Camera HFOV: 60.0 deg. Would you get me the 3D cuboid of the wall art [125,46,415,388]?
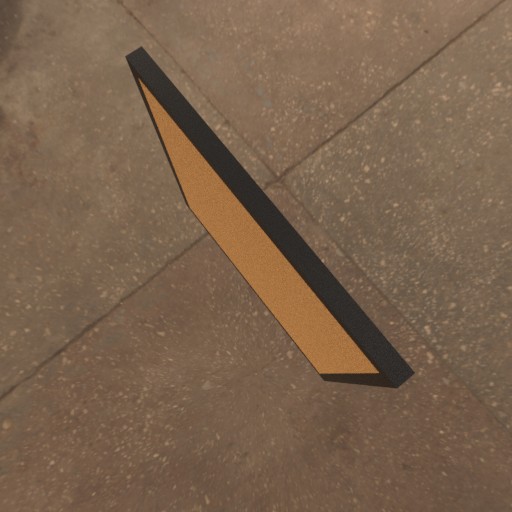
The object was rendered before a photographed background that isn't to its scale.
[{"bbox_3d":[0.000,0.000,1.132,0.038,0.762,0.762,-37,78,-9],"label":"wall art"}]
